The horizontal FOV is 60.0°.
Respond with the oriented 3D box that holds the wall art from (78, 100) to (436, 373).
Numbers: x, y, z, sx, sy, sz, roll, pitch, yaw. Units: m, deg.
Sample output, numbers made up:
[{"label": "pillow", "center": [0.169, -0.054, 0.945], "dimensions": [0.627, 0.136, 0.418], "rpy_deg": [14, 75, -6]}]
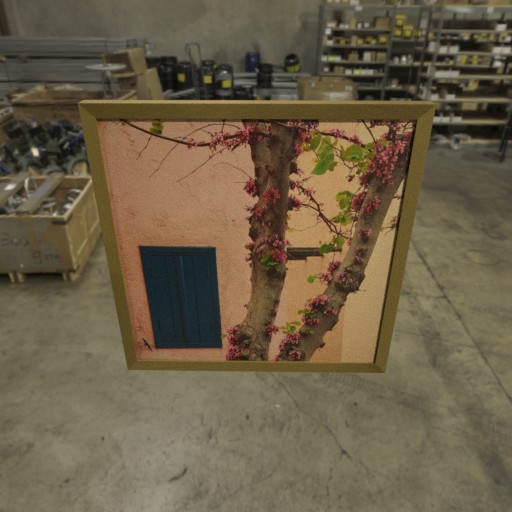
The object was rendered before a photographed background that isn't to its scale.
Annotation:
[{"label": "wall art", "center": [0.000, 0.000, 1.144], "dimensions": [0.762, 0.762, 0.038], "rpy_deg": [0, 29, 1]}]
